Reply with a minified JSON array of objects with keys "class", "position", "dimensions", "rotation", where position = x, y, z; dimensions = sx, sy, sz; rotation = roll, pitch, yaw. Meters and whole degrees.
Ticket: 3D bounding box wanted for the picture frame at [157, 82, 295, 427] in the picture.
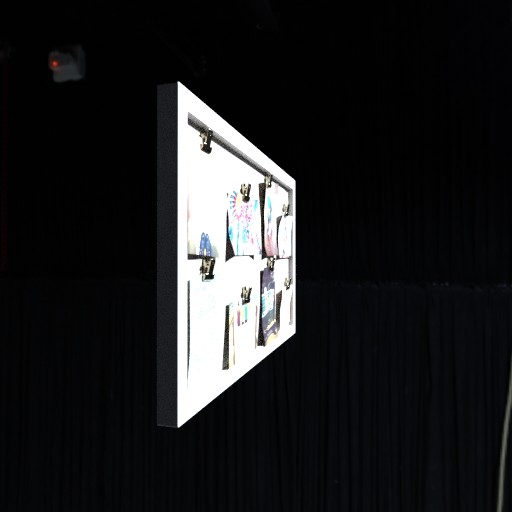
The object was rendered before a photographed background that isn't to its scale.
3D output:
[{"class":"picture frame","position":[0.000,0.000,0.795],"dimensions":[0.044,0.379,0.647],"rotation":[0,0,16]}]
